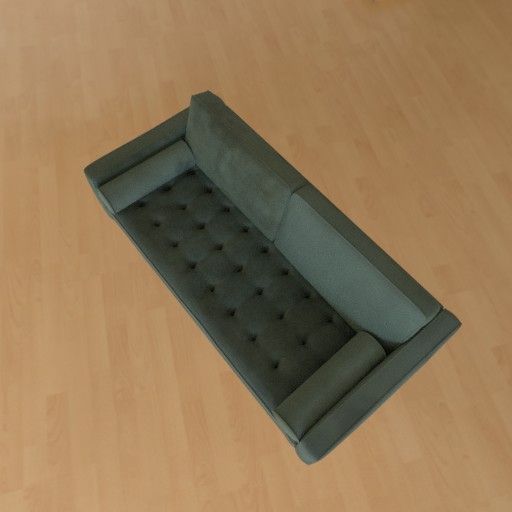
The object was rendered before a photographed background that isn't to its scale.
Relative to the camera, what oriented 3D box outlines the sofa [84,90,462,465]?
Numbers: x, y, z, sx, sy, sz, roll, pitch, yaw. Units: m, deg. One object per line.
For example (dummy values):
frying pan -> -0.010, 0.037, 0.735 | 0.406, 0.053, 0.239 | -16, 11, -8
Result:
sofa -> 0.000, 0.000, 2.337 | 0.916, 0.772, 1.880 | -36, 68, -17
